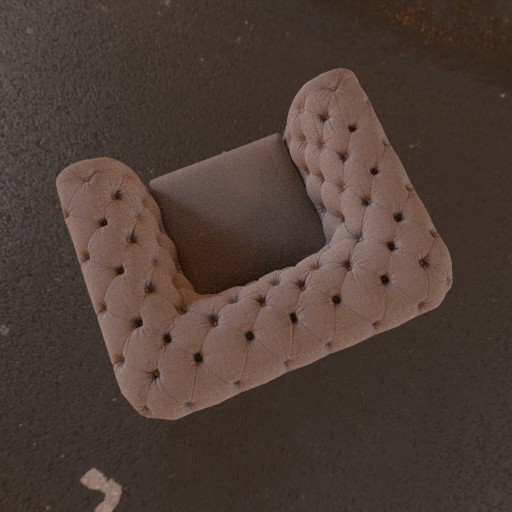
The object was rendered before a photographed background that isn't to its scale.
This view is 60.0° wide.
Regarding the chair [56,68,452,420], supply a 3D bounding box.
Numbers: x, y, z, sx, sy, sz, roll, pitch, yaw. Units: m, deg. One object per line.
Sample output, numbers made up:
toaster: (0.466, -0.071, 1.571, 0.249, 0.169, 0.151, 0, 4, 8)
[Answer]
chair: (0.000, 0.000, 1.891, 1.270, 0.770, 0.976, -22, 77, -5)
